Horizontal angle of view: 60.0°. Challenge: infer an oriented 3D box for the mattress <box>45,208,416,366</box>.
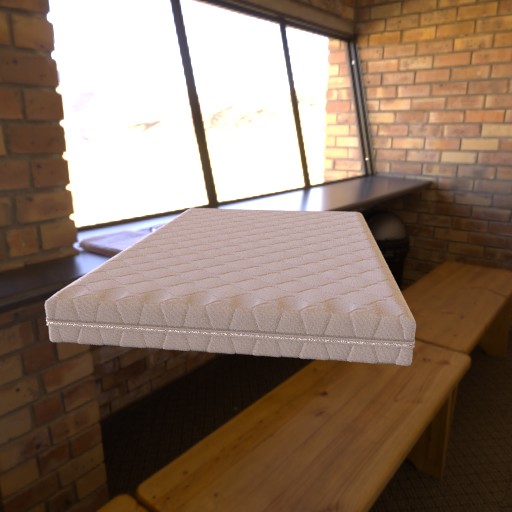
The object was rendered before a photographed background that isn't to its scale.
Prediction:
[{"bbox_3d":[0.000,0.000,2.593,1.400,0.200,2.000,2,16,7],"label":"mattress"}]
